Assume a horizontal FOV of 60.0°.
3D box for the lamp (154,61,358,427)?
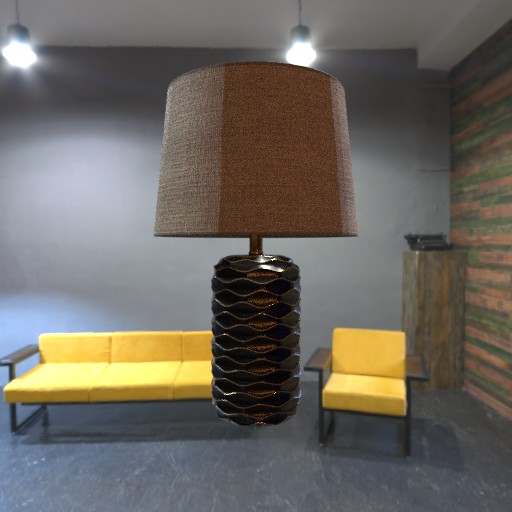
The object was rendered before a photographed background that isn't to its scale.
[{"bbox_3d":[0.000,0.000,0.836,0.376,0.594,0.376,0,2,0],"label":"lamp"}]
